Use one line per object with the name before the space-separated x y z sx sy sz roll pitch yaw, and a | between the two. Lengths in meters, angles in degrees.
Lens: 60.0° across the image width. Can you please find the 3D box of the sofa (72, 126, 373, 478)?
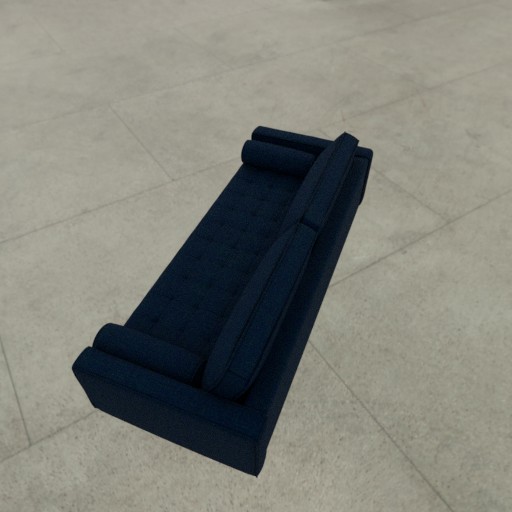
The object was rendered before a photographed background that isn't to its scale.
sofa | 0.000 0.000 2.660 0.914 0.762 2.210 16 48 15
